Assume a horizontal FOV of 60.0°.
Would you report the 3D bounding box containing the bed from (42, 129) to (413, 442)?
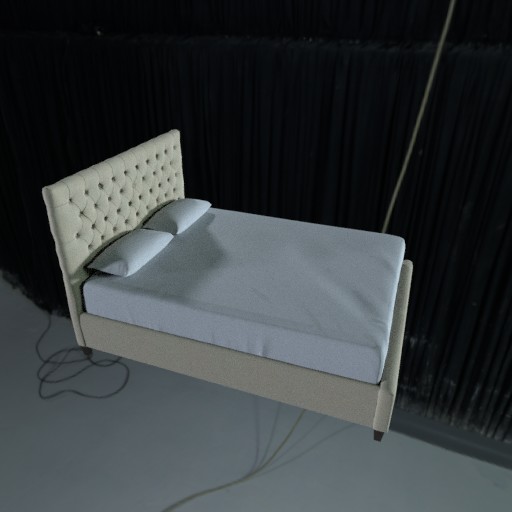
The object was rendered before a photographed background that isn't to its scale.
[{"bbox_3d":[0.000,0.000,3.517,2.387,1.427,1.698,10,31,18],"label":"bed"}]
